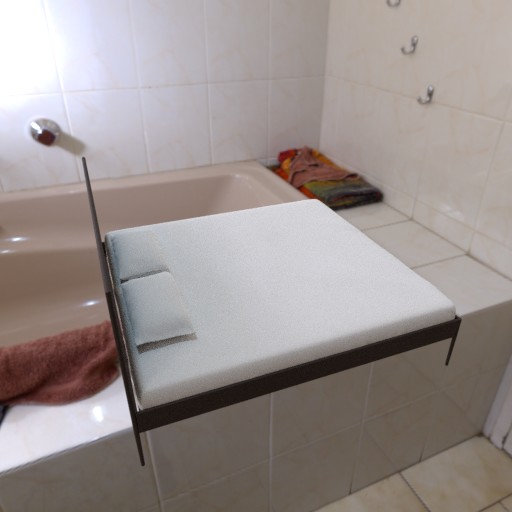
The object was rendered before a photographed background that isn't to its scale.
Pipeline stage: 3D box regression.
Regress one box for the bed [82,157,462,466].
[{"bbox_3d":[0.000,0.000,3.301,2.151,1.173,1.993,-11,32,-18],"label":"bed"}]
